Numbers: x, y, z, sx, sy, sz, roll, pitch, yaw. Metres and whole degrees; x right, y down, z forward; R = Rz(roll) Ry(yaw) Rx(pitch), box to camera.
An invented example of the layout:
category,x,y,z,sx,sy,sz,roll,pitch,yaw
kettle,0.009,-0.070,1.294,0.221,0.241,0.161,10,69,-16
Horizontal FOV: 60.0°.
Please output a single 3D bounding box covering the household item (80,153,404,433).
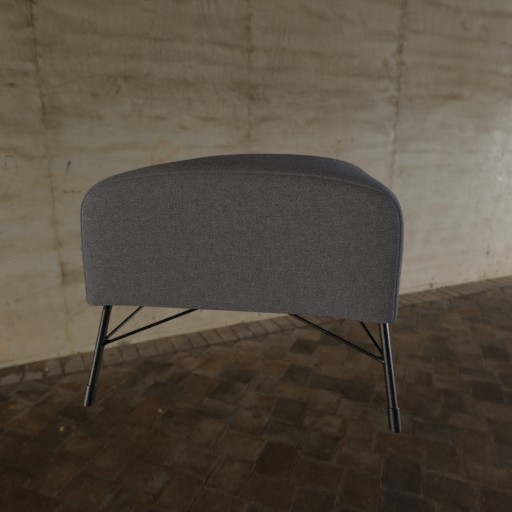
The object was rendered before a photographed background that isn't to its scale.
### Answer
category,x,y,z,sx,sy,sz,roll,pitch,yaw
household item,0.000,0.000,0.922,0.530,0.410,0.530,2,15,8
